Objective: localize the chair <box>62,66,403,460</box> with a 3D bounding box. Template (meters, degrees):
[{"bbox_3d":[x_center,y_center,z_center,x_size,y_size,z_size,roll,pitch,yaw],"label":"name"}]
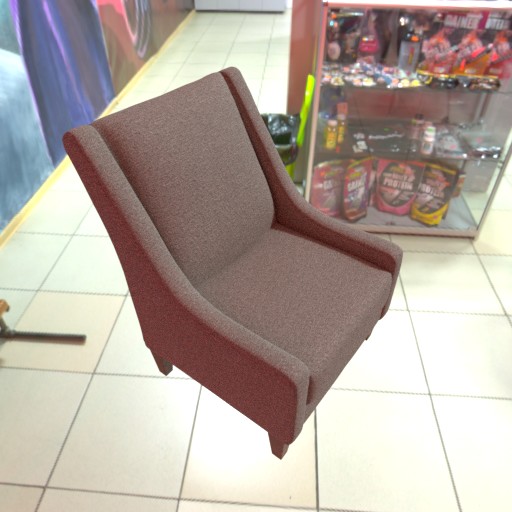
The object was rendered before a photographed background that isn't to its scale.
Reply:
[{"bbox_3d":[0.000,0.000,1.611,0.870,1.016,0.774,26,46,28],"label":"chair"}]
